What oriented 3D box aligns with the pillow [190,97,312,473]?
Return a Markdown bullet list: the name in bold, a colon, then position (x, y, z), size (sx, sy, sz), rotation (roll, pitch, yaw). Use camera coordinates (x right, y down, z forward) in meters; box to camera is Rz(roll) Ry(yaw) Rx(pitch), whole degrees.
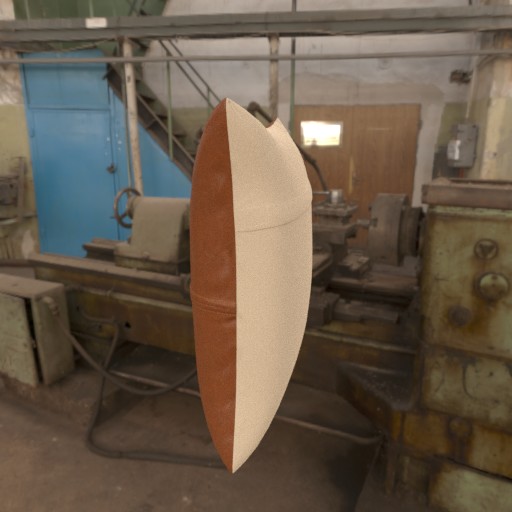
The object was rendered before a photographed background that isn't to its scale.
- **pillow**: position (0.000, 0.000, 0.765), size (0.192, 0.477, 0.501), rotation (2, 15, 9)
